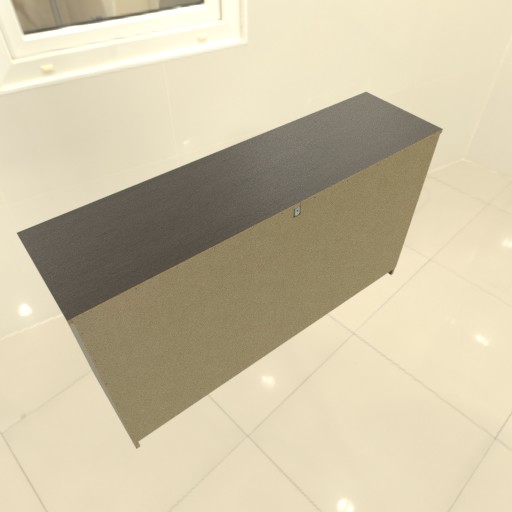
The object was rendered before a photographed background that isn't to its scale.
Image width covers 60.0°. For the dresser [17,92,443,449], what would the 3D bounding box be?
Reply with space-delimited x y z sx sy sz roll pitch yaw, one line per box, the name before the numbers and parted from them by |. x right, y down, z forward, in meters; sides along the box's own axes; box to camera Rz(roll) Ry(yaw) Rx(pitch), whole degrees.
dresser | 0.000 0.000 1.654 1.360 0.755 0.401 -29 52 -25
